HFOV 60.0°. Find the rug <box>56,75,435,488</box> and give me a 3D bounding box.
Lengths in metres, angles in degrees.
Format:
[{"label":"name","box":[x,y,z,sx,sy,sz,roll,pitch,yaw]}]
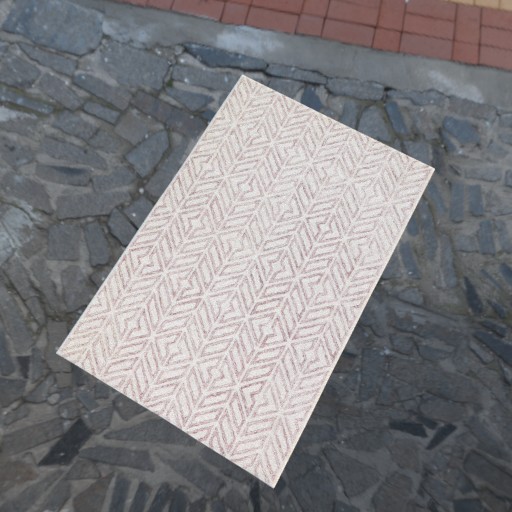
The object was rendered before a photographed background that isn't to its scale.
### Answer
[{"label":"rug","box":[0.000,0.000,2.301,1.220,0.007,1.828,29,77,7]}]
